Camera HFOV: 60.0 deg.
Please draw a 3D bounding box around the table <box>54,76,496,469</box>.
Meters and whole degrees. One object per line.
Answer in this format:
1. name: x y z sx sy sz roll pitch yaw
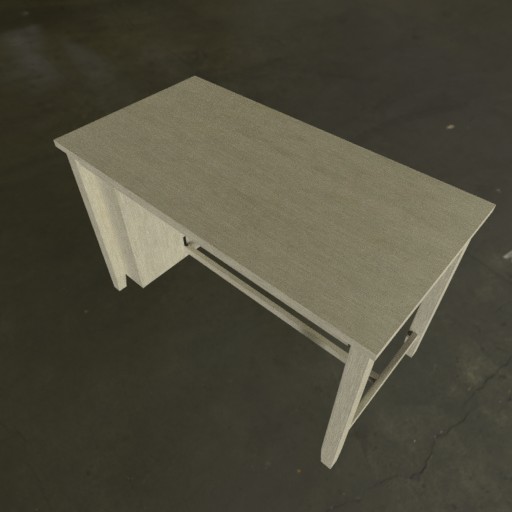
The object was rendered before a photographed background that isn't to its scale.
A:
1. table: 0.000 0.000 1.859 1.397 0.874 0.729 33 55 27
